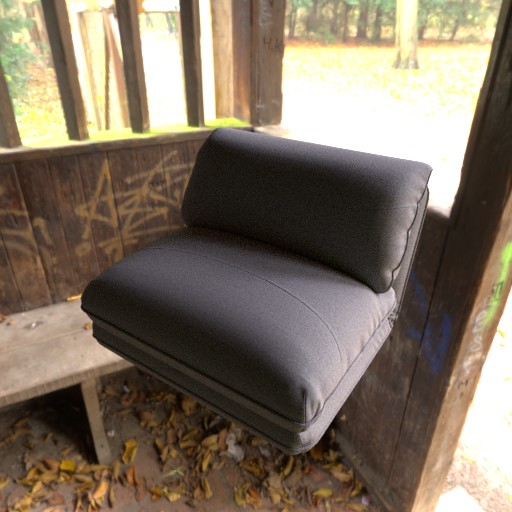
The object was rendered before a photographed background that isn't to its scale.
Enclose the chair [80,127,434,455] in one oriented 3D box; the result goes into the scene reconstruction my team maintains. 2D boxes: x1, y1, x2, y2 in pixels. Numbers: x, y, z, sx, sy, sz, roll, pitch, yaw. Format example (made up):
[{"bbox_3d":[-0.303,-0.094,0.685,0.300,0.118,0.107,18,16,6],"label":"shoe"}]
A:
[{"bbox_3d":[0.000,0.000,1.365,0.820,0.580,0.780,19,35,29],"label":"chair"}]
